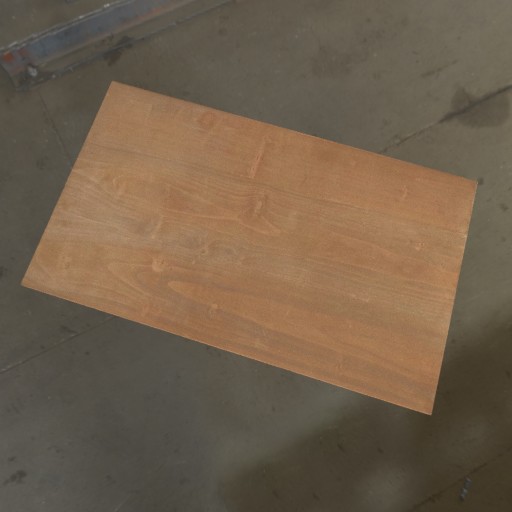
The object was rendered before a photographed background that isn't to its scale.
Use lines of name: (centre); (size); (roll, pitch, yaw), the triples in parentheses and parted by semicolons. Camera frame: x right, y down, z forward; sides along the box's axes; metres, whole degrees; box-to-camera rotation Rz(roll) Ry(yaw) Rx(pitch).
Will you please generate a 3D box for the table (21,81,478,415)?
table: (0.000, 0.000, 2.138); (1.609, 0.780, 0.946); (17, 76, 4)
